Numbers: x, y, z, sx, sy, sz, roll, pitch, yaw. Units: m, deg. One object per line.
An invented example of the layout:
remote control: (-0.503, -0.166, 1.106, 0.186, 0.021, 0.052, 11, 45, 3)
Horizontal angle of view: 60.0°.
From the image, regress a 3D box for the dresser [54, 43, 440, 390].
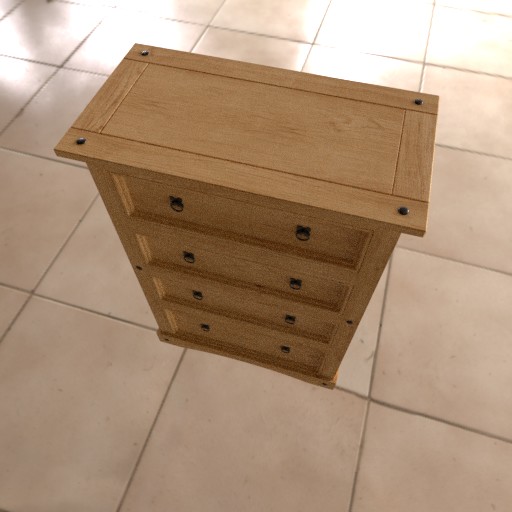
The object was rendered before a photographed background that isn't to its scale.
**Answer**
dresser: (0.000, 0.000, 1.702, 0.915, 1.300, 0.485, 14, 58, 9)
